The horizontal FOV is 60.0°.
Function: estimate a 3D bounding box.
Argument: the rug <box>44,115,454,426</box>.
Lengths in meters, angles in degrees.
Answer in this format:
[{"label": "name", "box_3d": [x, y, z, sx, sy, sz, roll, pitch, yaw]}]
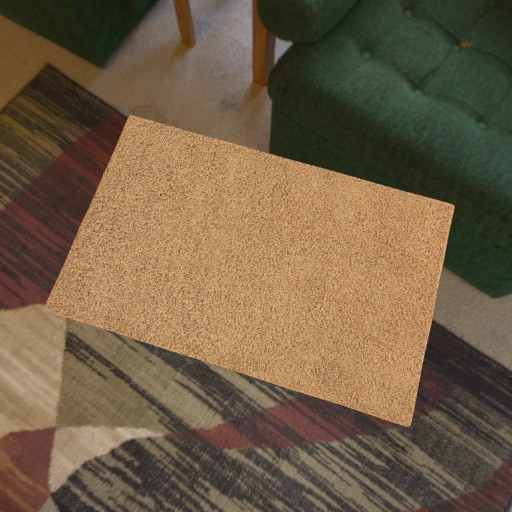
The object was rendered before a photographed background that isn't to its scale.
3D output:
[{"label": "rug", "box_3d": [0.000, 0.000, 3.001, 2.438, 0.030, 1.524, 17, 75, 5]}]
